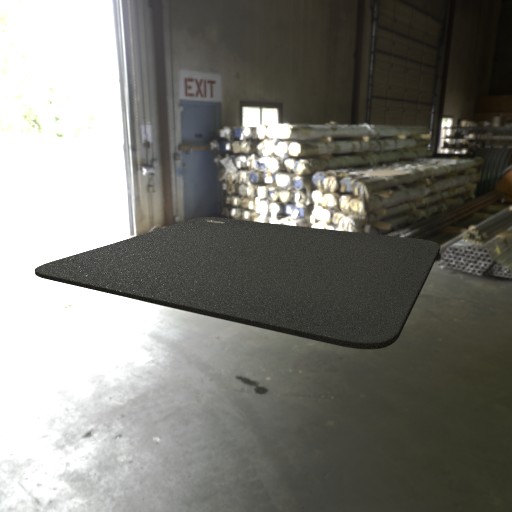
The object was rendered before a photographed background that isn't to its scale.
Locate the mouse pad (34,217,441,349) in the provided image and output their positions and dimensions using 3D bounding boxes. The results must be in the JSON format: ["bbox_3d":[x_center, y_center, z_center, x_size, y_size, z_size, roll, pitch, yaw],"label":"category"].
[{"bbox_3d":[0.000,0.000,0.316,0.229,0.003,0.203,8,18,27],"label":"mouse pad"}]
